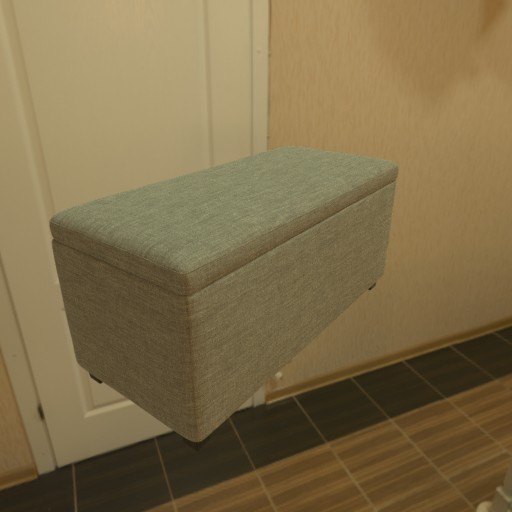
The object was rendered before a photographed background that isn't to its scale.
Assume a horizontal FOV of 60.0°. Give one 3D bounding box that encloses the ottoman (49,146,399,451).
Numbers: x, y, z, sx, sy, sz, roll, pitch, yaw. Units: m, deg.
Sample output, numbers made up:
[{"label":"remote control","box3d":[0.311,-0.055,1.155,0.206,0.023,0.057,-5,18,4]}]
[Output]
[{"label":"ottoman","box3d":[0.000,0.000,1.176,0.419,0.432,0.902,18,31,33]}]
